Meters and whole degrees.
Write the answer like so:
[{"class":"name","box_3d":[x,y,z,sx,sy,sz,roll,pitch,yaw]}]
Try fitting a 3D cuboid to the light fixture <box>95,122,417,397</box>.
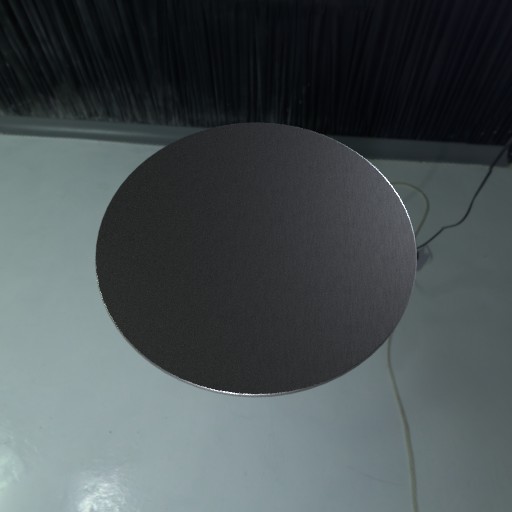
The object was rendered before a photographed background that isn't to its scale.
[{"class":"light fixture","box_3d":[0.000,0.000,0.555,0.368,0.100,0.368,0,59,0]}]
